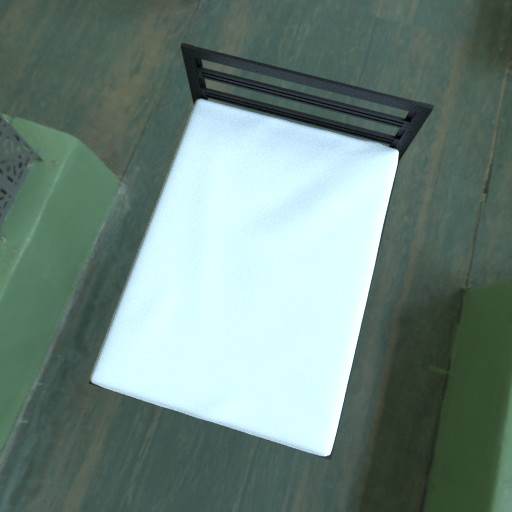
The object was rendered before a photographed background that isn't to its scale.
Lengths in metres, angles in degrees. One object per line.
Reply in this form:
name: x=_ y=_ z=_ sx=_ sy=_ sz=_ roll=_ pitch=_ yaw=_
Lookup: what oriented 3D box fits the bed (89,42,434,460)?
bed: x=0.000 y=0.000 z=2.795 sx=1.524 sy=0.967 sz=2.062 roll=16 pitch=75 yaw=4
